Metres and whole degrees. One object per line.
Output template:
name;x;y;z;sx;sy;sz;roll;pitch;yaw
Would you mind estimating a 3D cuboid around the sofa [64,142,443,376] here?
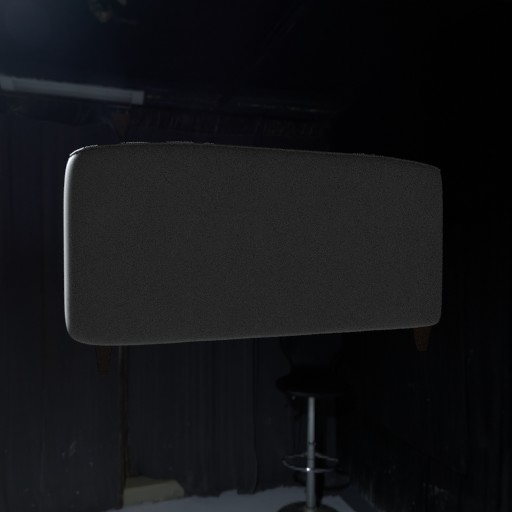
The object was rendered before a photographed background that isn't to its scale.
sofa;0.000;0.000;2.207;1.731;0.878;0.940;0;1;-17
